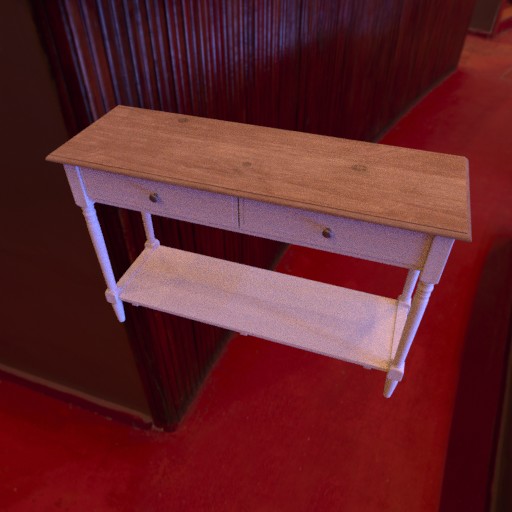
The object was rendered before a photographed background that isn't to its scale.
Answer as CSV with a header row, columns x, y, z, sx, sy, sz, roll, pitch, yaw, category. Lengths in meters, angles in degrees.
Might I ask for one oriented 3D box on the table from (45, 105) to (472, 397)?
x,y,z,sx,sy,sz,roll,pitch,yaw,category
0.000,0.000,1.599,1.219,0.800,0.399,13,43,14,table
